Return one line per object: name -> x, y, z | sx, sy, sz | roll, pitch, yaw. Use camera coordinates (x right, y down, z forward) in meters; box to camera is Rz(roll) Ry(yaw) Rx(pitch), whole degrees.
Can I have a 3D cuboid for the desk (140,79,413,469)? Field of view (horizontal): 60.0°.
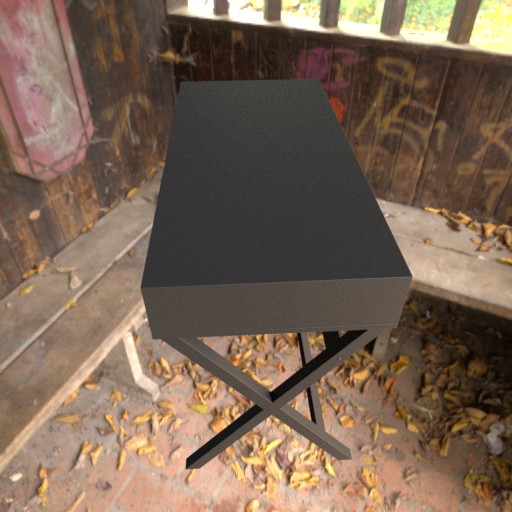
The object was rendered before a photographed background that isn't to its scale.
desk -> 0.000, 0.000, 1.470 | 0.525, 0.780, 1.057 | -2, 41, -3
